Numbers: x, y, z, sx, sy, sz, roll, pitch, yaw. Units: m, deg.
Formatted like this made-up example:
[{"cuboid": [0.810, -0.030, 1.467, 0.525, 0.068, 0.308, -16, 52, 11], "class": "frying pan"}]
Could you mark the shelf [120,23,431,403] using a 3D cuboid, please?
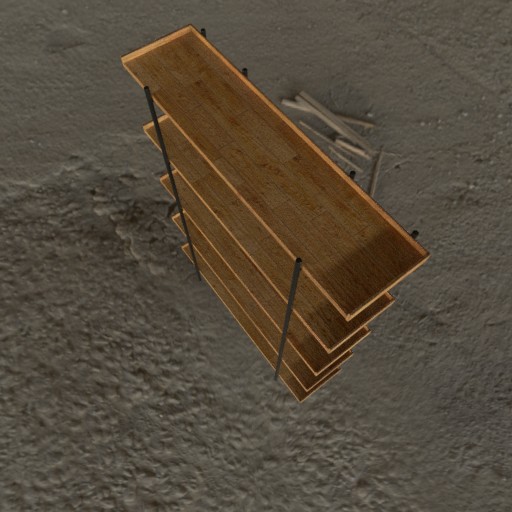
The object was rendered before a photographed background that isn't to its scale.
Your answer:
[{"cuboid": [0.000, 0.000, 2.389, 0.379, 1.826, 1.371, -34, 68, -16], "class": "shelf"}]
